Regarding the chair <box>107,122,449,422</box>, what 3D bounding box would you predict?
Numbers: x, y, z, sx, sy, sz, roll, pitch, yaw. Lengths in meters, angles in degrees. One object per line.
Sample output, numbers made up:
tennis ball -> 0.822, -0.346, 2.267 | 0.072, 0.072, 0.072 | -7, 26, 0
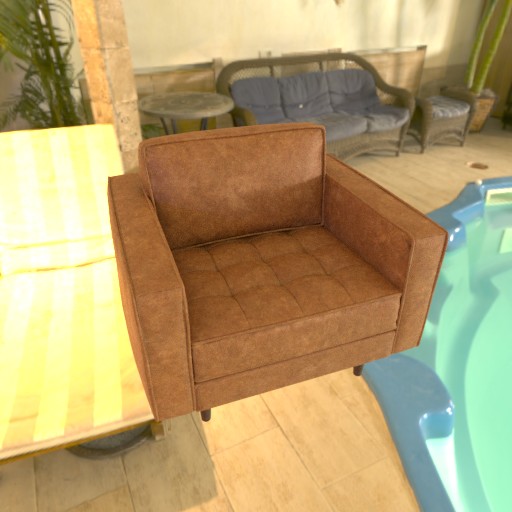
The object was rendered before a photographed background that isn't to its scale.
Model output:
chair -> 0.000, 0.000, 1.529 | 0.928, 0.767, 0.798 | -11, 33, -17
